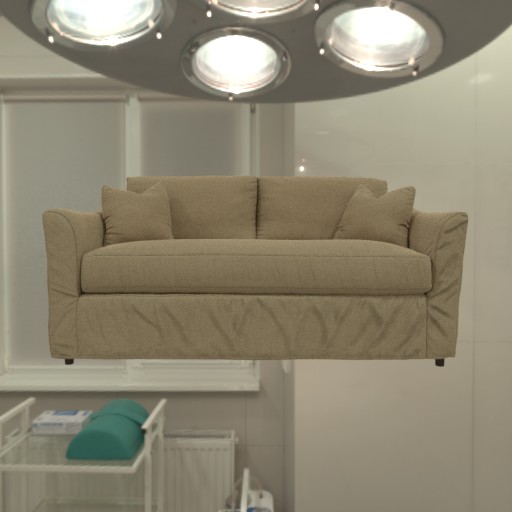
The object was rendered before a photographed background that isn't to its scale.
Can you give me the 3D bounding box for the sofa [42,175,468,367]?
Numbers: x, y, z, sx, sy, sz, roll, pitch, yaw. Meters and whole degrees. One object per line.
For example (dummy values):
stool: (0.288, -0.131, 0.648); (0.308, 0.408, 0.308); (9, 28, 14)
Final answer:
sofa: (0.000, 0.000, 2.564); (2.010, 1.018, 1.072); (0, 1, 1)
